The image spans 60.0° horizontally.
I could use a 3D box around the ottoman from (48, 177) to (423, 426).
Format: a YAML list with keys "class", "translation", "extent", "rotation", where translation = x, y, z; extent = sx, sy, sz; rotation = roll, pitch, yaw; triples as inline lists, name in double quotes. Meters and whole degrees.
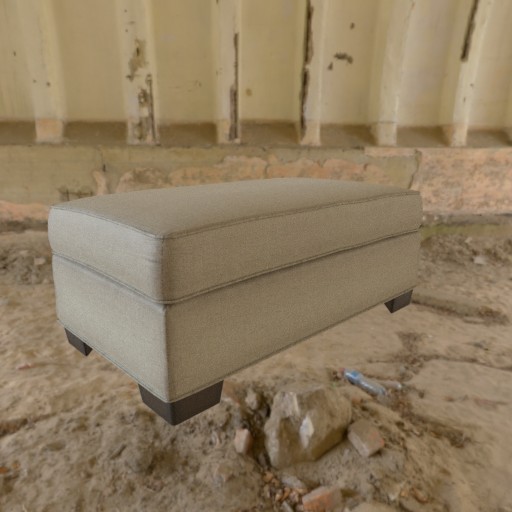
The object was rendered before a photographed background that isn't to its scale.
- class: "ottoman"
  translation: [0.000, 0.000, 1.453]
  extent: [1.097, 0.461, 0.617]
  rotation: [-14, 20, -42]
